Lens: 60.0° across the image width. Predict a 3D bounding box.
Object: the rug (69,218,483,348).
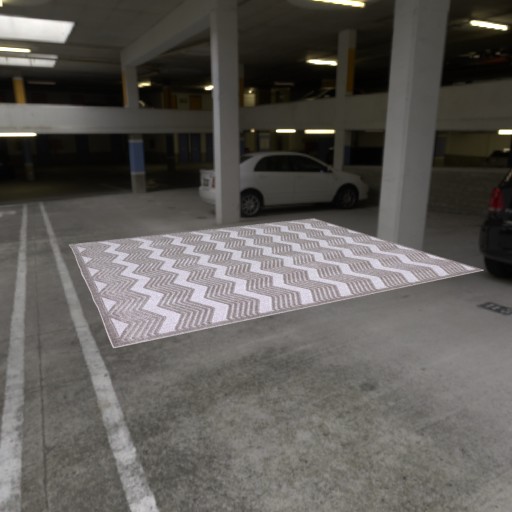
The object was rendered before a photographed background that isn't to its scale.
[{"bbox_3d":[0.000,0.000,3.938,2.880,0.005,2.391,-8,18,-26],"label":"rug"}]
